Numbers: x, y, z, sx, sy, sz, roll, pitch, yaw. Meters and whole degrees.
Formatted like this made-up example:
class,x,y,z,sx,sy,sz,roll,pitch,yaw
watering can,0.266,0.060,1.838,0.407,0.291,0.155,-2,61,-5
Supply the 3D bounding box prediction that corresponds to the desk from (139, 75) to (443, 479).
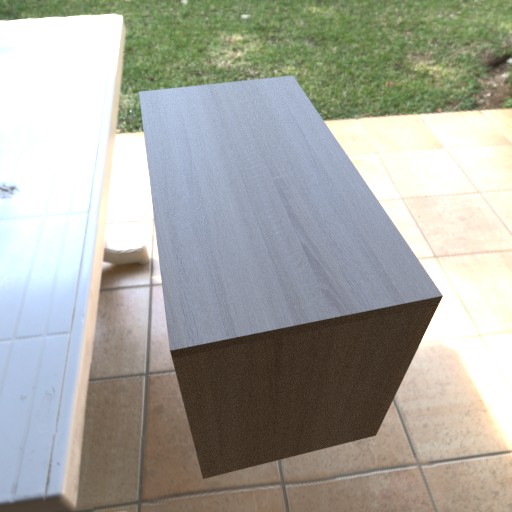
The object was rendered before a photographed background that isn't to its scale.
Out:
class,x,y,z,sx,sy,sz,roll,pitch,yaw
desk,0.000,0.000,1.526,0.600,0.731,1.100,-10,47,-9
